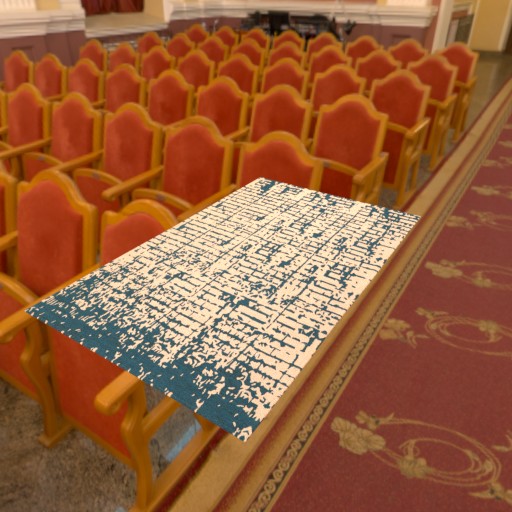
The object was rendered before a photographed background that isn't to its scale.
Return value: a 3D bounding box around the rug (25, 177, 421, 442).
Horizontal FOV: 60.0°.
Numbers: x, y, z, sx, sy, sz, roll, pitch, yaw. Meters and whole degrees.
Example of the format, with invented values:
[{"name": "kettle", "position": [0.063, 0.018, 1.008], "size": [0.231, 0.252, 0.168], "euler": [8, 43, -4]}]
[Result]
[{"name": "rug", "position": [0.000, 0.000, 3.004], "size": [1.517, 0.011, 2.435], "euler": [19, 36, 28]}]
